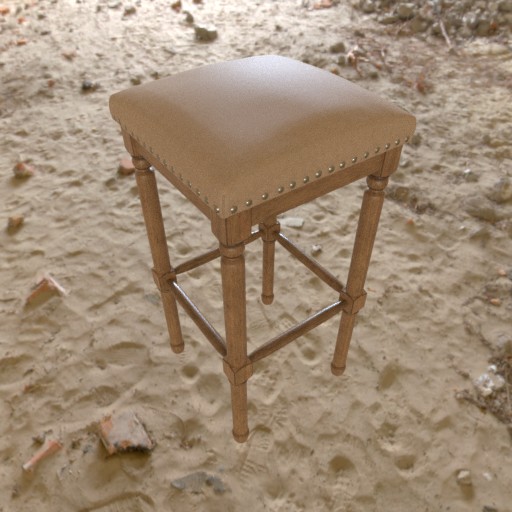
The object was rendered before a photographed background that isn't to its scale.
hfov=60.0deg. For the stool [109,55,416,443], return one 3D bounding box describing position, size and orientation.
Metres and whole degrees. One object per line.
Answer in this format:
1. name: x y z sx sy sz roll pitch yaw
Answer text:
1. stool: 0.000 0.000 0.971 0.382 0.768 0.383 -25 48 -26
